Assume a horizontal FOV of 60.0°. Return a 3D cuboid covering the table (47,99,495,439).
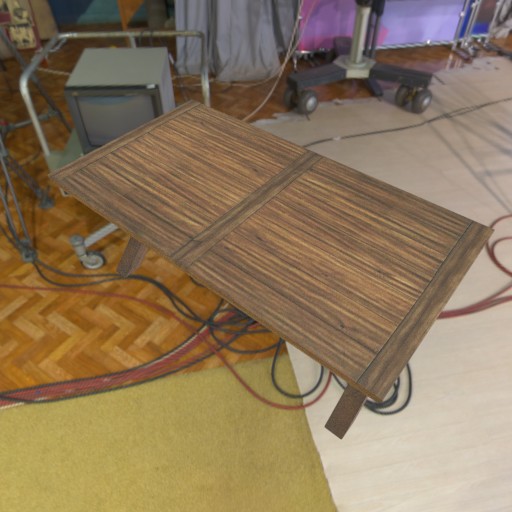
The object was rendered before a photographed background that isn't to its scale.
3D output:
[{"bbox_3d":[0.000,0.000,2.471,1.966,0.793,1.071,31,54,26],"label":"table"}]
